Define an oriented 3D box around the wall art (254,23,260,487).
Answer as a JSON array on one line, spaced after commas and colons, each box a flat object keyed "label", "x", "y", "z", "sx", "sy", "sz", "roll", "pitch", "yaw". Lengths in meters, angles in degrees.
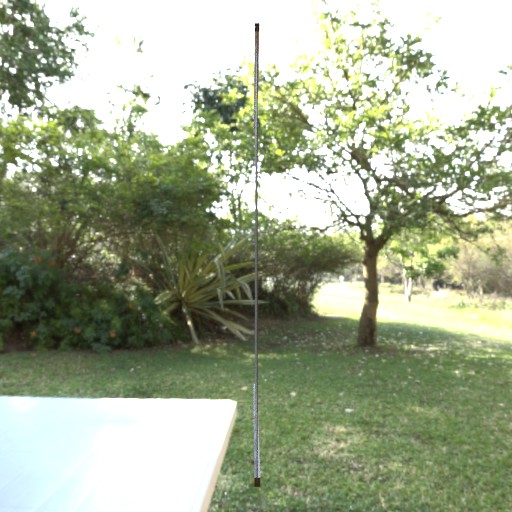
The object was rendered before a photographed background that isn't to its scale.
[{"label": "wall art", "x": 0.000, "y": 0.000, "z": 1.349, "sx": 0.013, "sy": 1.016, "sz": 0.758, "roll": 0, "pitch": -1, "yaw": 0}]
